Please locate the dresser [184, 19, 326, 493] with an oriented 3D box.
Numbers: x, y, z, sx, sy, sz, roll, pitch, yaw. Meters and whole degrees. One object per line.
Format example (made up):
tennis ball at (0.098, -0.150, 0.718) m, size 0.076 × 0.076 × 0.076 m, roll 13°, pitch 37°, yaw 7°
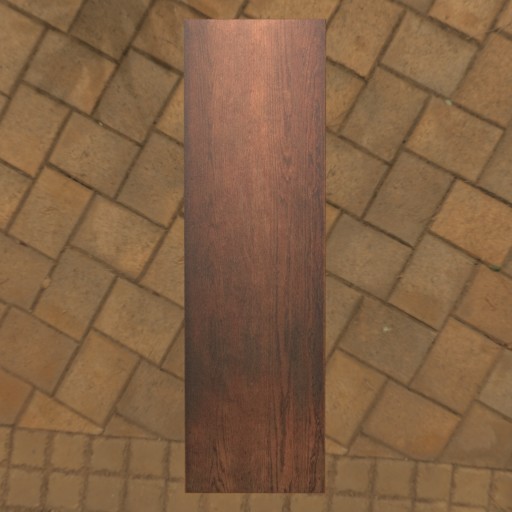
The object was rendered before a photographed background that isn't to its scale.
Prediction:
dresser at (0.000, 0.000, 1.869) m, size 0.463 × 0.856 × 1.551 m, roll 0°, pitch 91°, yaw 1°
